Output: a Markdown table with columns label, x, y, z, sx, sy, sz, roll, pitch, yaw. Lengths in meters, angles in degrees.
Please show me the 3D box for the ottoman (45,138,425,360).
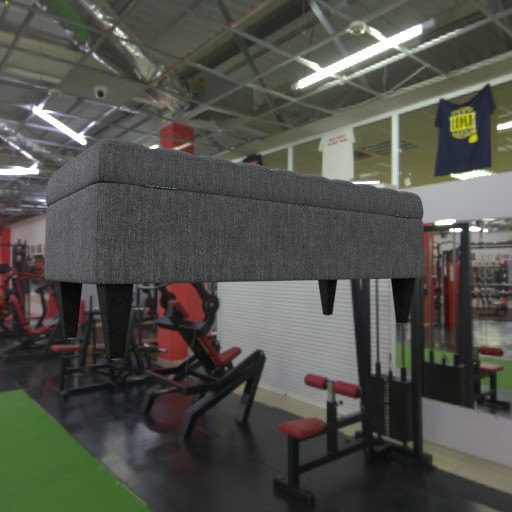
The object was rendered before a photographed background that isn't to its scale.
| label | x | y | z | sx | sy | sz | roll | pitch | yaw |
| --- | --- | --- | --- | --- | --- | --- | --- | --- | --- |
| ottoman | 0.000 | 0.000 | 1.405 | 1.151 | 0.469 | 0.482 | 1 | -2 | -37 |
